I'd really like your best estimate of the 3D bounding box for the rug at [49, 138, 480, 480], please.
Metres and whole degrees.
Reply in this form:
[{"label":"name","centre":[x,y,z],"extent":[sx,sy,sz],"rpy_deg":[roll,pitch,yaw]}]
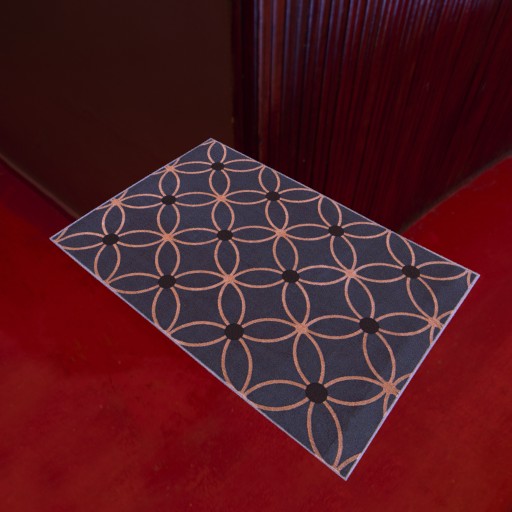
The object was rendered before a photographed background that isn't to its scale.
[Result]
[{"label":"rug","centre":[0.000,0.000,2.797],"extent":[2.284,0.008,1.522],"rpy_deg":[32,56,25]}]
